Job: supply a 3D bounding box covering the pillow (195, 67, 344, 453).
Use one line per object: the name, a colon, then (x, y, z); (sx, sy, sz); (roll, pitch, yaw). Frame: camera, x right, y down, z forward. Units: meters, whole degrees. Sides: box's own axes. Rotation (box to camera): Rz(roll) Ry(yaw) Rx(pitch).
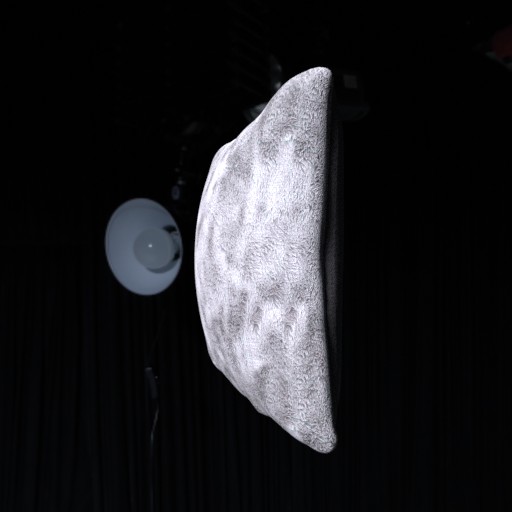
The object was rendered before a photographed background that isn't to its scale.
pillow: (0.000, 0.000, 0.808); (0.204, 0.520, 0.522); (0, 0, -19)
